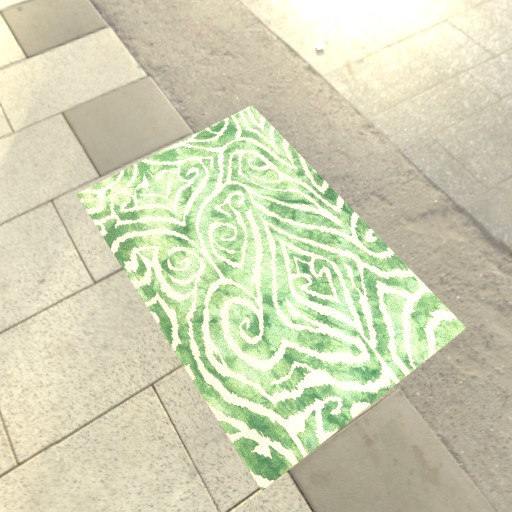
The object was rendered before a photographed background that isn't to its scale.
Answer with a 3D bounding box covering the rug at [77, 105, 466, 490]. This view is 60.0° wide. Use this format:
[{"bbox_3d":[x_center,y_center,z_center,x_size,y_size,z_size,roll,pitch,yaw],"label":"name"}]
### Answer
[{"bbox_3d":[0.000,0.000,2.341,1.220,0.006,1.826,-32,67,-16],"label":"rug"}]
